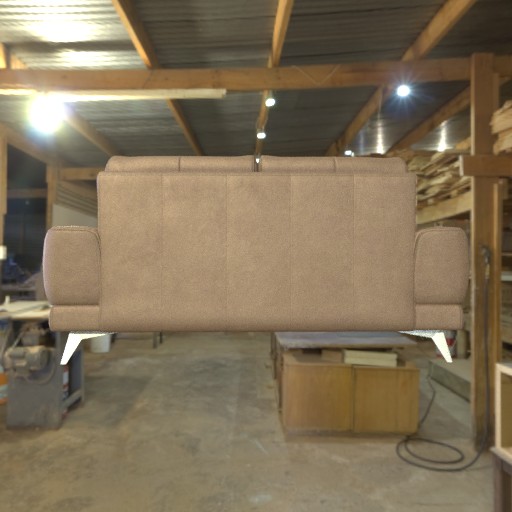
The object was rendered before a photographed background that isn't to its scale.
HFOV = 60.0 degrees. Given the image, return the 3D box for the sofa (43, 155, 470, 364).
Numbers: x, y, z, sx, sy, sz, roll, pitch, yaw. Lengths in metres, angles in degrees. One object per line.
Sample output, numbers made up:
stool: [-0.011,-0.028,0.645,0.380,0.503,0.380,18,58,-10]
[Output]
sofa: [0.000,0.000,2.321,1.806,0.907,1.018,0,-1,-1]
